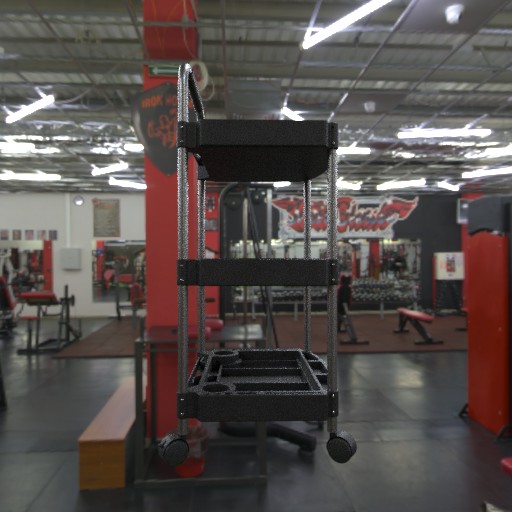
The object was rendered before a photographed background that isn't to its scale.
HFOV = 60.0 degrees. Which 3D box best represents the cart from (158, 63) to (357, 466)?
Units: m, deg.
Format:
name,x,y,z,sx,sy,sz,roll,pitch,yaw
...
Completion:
name,x,y,z,sx,sy,sz,roll,pitch,yaw
cart,0.000,0.000,1.413,0.518,1.075,0.584,0,0,-1
